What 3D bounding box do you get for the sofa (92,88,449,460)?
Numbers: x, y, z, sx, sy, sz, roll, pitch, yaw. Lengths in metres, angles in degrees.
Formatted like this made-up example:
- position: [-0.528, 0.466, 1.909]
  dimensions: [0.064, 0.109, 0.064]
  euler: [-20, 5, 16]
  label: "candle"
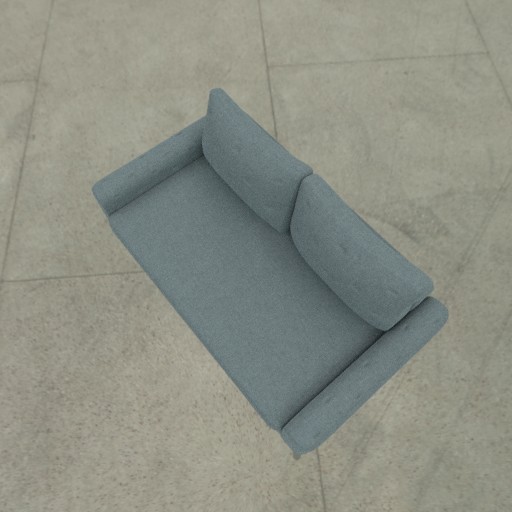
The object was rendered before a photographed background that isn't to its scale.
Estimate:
- position: [0.000, 0.000, 2.175]
  dimensions: [0.920, 0.790, 1.650]
  euler: [-37, 69, -16]
  label: "sofa"
